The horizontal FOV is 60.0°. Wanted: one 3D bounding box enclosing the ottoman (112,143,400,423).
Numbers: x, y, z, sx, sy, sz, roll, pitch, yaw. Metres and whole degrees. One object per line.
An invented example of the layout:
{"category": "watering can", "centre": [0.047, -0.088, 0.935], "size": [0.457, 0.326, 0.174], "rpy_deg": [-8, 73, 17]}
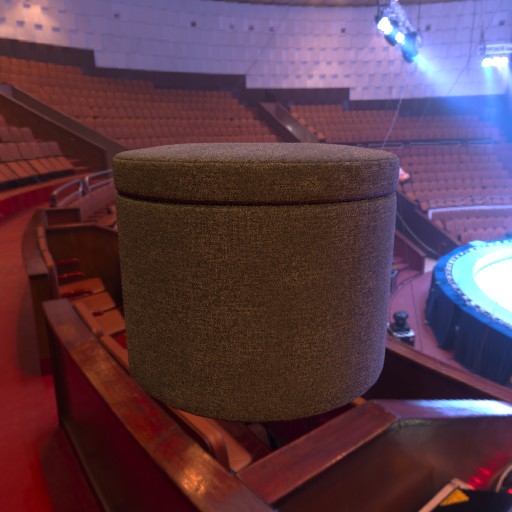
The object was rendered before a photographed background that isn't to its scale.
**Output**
{"category": "ottoman", "centre": [0.000, 0.000, 0.849], "size": [0.500, 0.419, 0.500], "rpy_deg": [0, 15, 0]}
